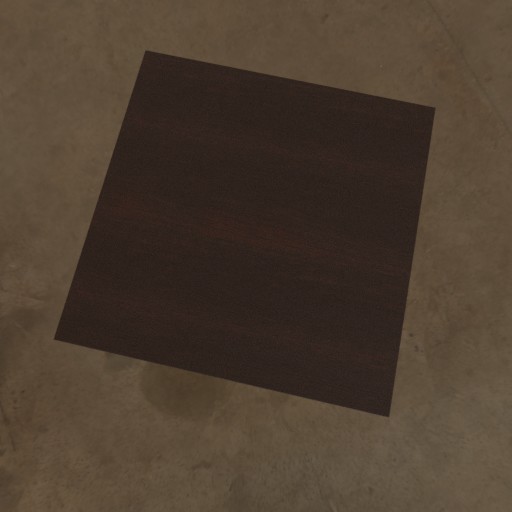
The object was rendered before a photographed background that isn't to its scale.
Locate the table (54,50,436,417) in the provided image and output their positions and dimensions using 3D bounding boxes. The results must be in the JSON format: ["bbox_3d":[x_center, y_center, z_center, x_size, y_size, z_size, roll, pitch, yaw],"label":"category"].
[{"bbox_3d":[0.000,0.000,0.960,0.495,0.559,0.495,12,78,3],"label":"table"}]
